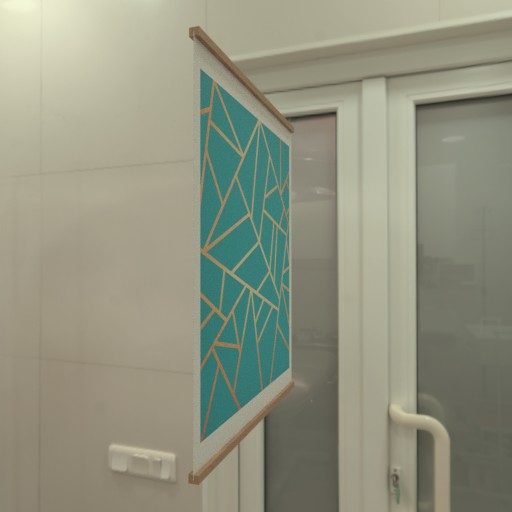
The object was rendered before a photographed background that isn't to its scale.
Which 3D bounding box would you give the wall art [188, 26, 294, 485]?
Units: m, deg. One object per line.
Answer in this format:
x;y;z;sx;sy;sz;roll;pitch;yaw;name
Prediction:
0.000;0.000;0.683;0.012;0.508;0.405;0;-1;20;wall art
